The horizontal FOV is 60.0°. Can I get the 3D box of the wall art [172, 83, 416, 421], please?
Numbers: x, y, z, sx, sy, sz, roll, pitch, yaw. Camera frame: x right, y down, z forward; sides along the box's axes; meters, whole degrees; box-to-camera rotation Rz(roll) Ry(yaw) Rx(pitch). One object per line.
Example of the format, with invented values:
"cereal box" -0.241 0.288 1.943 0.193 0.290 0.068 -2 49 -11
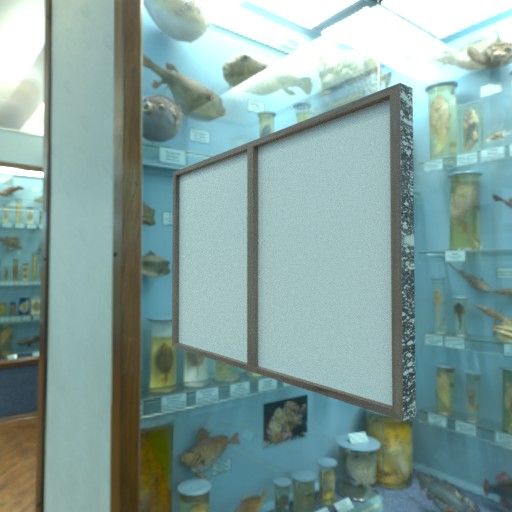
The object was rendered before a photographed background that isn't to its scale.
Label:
"wall art" 0.000 0.000 1.164 0.038 0.598 0.919 1 -2 -36
